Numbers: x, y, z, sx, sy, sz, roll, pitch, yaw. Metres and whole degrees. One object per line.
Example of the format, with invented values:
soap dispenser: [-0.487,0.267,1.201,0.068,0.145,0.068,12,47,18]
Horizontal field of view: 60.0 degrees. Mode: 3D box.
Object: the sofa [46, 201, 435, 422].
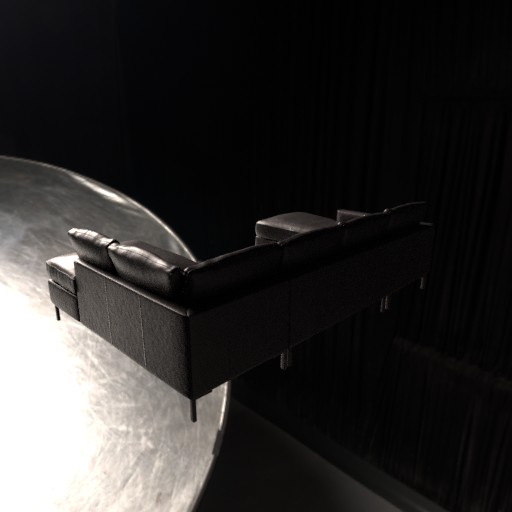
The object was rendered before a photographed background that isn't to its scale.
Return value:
sofa: [0.000,0.000,3.959,2.956,0.900,1.939,-17,24,-42]
